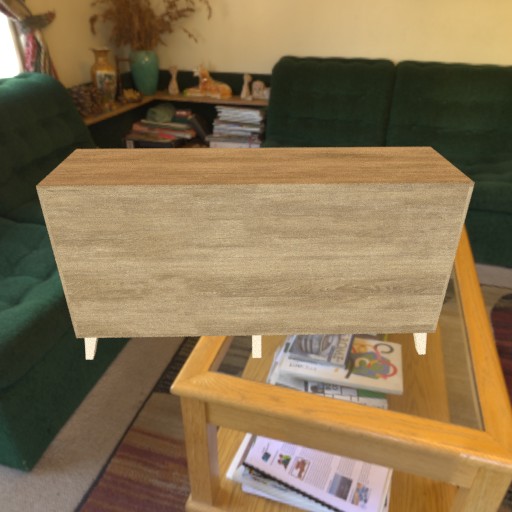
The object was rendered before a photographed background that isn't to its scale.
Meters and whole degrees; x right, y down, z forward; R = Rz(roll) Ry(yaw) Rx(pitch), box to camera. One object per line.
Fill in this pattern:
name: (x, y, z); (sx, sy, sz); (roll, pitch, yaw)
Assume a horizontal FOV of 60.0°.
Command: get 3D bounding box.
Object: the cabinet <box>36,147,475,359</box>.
cabinet: (0.000, 0.000, 2.030); (1.600, 0.870, 0.450); (-1, 30, -1)
